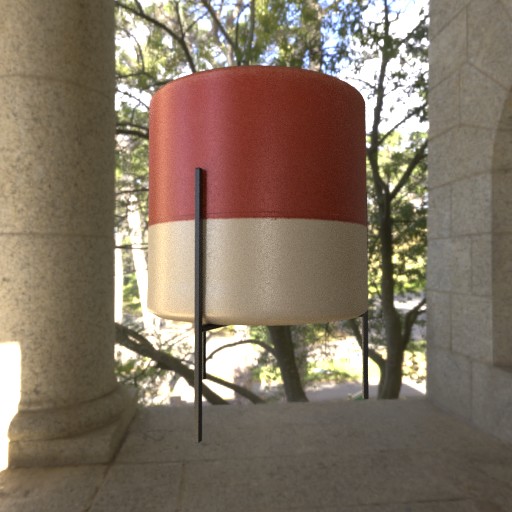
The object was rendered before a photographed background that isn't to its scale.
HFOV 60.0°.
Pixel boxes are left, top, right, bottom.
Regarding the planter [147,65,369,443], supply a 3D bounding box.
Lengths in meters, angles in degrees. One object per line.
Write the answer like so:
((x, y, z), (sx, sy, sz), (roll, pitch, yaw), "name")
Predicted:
((0.000, 0.000, 0.715), (0.345, 0.465, 0.354), (1, -2, -35), "planter")
